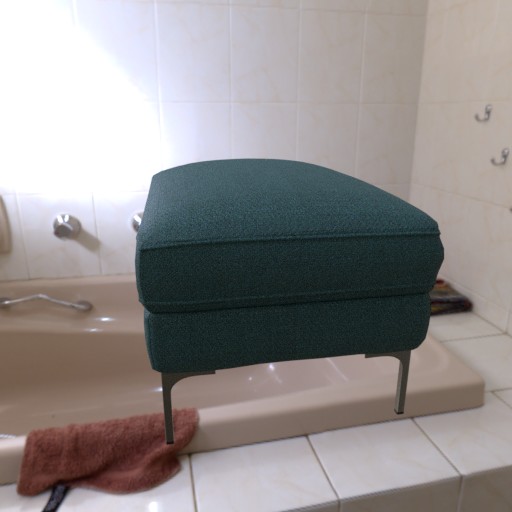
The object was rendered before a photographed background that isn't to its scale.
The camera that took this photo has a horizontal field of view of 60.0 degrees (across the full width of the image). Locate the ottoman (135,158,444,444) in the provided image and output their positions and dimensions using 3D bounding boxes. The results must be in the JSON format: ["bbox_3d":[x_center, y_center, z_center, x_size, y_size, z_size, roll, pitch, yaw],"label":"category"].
[{"bbox_3d":[0.000,0.000,1.193,0.563,0.498,0.856,-3,18,-10],"label":"ottoman"}]
